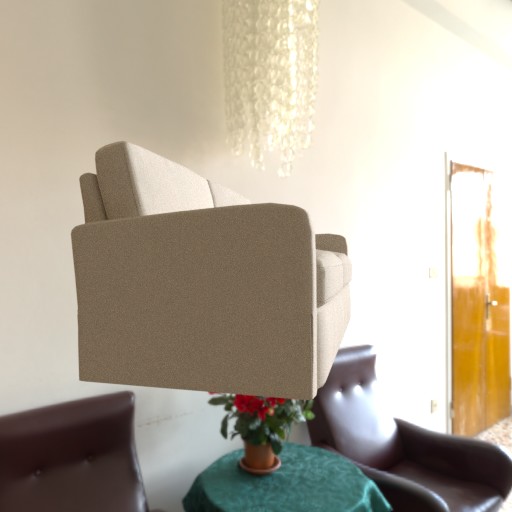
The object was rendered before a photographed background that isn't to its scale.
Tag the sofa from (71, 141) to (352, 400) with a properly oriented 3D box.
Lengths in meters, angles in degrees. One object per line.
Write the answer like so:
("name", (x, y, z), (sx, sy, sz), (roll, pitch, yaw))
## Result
("sofa", (0.000, 0.000, 2.237), (0.894, 0.831, 1.808), (0, 0, 15))
